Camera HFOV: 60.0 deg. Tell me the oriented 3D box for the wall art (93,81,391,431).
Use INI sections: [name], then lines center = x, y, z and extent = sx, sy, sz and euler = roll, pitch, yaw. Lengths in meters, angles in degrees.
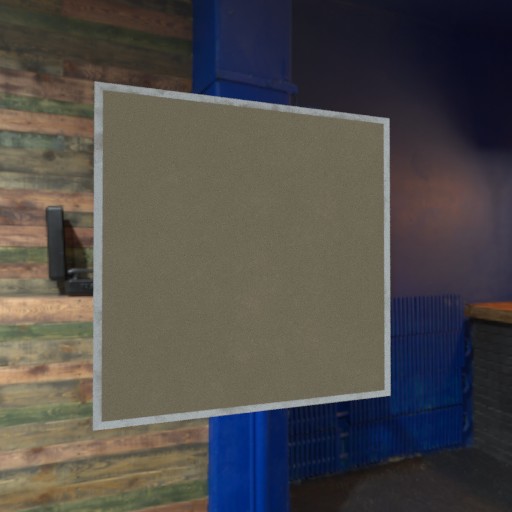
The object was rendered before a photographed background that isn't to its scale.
[wall art]
center = 0.000, 0.000, 0.738
extent = 0.508, 0.506, 0.029
euler = 0, -1, -19
